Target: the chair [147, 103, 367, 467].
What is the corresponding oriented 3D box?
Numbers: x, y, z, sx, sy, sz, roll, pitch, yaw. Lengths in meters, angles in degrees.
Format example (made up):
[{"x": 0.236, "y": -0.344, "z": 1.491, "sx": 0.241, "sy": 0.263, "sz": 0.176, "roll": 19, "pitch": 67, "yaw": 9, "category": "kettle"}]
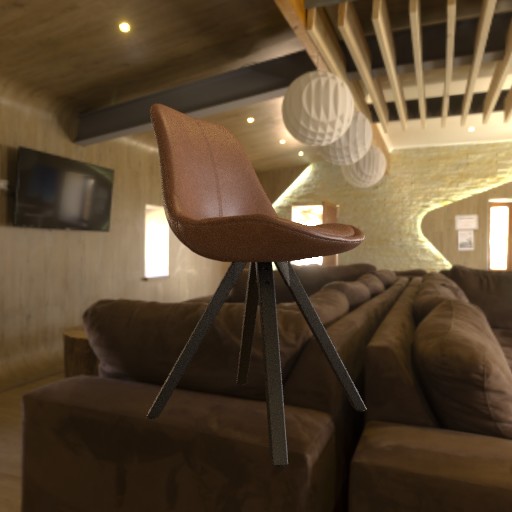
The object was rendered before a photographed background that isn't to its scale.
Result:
[{"x": 0.000, "y": 0.000, "z": 1.190, "sx": 0.550, "sy": 0.850, "sz": 0.475, "roll": 0, "pitch": 1, "yaw": 37, "category": "chair"}]
